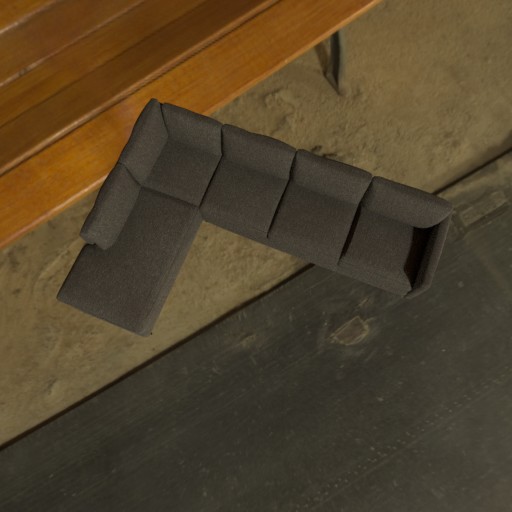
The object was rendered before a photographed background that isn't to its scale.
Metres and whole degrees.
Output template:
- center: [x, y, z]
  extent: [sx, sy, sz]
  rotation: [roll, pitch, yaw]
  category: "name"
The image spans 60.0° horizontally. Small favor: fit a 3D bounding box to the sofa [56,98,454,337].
- center: [0.000, 0.000, 3.900]
  extent: [2.949, 0.815, 2.007]
  rotation: [21, 75, 6]
  category: "sofa"
